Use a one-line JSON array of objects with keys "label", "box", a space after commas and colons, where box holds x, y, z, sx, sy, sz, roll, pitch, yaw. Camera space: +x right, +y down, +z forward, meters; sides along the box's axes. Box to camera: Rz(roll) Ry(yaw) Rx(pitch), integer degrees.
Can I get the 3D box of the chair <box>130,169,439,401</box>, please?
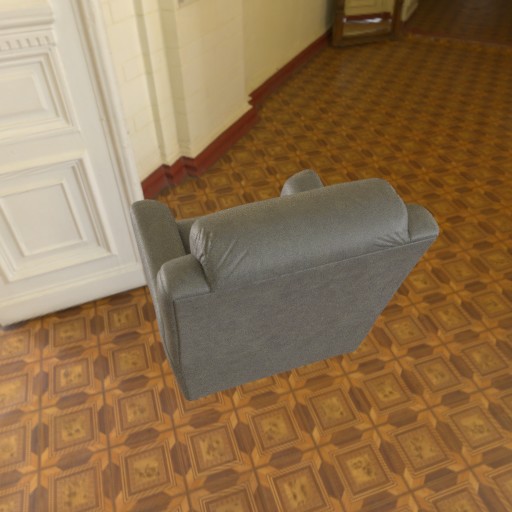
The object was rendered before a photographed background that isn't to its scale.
[{"label": "chair", "box": [0.000, 0.000, 1.932, 0.965, 1.116, 1.068, -13, 44, -14]}]
